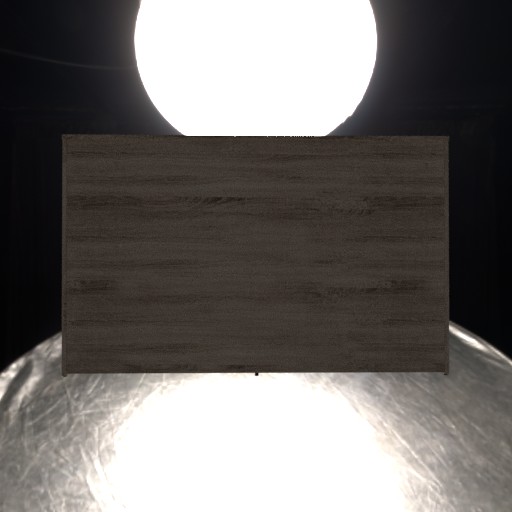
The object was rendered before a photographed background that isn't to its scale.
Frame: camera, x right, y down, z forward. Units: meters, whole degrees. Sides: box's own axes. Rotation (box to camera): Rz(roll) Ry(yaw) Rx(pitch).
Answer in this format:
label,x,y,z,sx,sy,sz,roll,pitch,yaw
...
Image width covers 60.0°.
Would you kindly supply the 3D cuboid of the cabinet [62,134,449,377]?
label,x,y,z,sx,sy,sz,roll,pitch,yaw
cabinet,0.000,0.000,1.843,1.450,0.900,0.380,0,-1,-1
